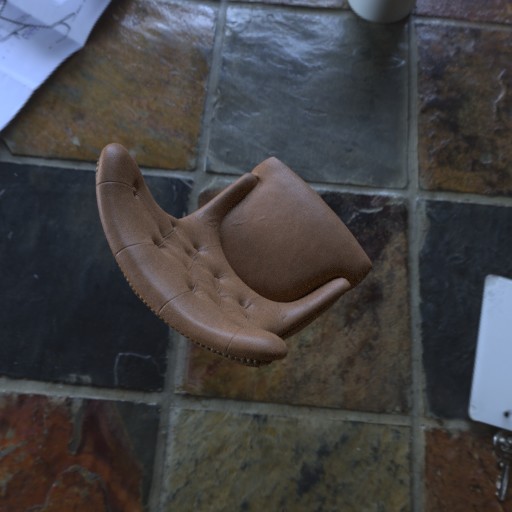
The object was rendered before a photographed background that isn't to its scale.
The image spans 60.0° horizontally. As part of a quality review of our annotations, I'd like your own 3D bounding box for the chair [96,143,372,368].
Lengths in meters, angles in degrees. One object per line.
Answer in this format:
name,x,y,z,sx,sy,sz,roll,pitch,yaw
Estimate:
chair,0.000,0.000,1.453,0.669,1.065,0.611,-38,78,-10
